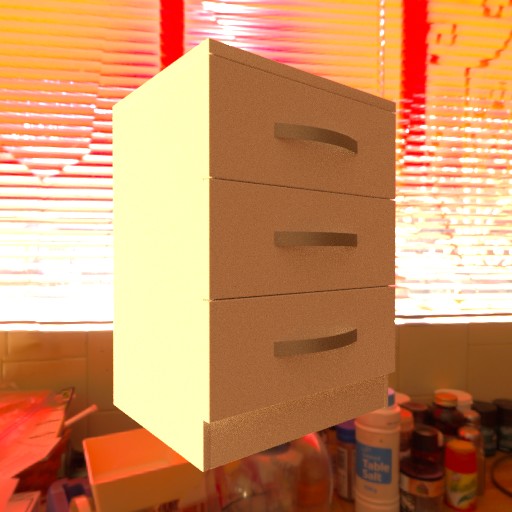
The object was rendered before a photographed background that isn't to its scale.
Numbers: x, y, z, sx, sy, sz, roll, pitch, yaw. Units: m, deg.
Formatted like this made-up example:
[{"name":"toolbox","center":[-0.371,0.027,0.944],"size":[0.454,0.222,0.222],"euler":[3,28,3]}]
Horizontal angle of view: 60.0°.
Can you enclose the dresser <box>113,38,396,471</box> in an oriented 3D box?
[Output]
[{"name":"dresser","center":[0.000,0.000,0.813],"size":[0.400,0.560,0.360],"euler":[0,1,-38]}]
